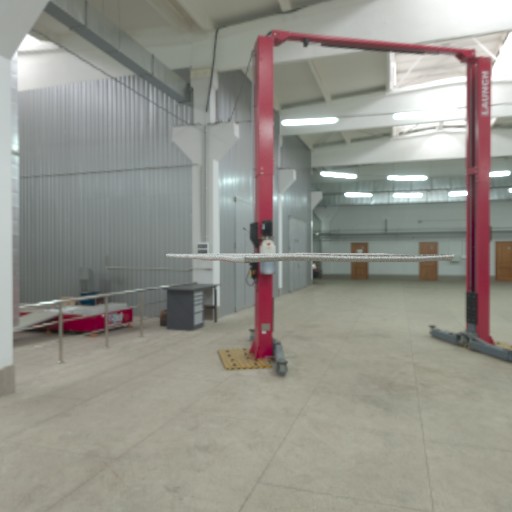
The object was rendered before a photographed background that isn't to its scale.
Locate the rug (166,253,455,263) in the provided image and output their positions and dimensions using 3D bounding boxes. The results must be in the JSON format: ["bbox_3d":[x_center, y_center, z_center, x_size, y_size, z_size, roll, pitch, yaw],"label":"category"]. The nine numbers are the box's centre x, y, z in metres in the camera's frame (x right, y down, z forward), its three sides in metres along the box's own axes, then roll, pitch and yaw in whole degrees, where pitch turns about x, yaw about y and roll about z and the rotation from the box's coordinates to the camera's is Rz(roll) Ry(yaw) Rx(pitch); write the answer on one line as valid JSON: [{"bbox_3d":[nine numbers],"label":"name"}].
[{"bbox_3d":[0.000,0.000,2.685,0.832,0.035,2.381,0,0,-18],"label":"rug"}]
